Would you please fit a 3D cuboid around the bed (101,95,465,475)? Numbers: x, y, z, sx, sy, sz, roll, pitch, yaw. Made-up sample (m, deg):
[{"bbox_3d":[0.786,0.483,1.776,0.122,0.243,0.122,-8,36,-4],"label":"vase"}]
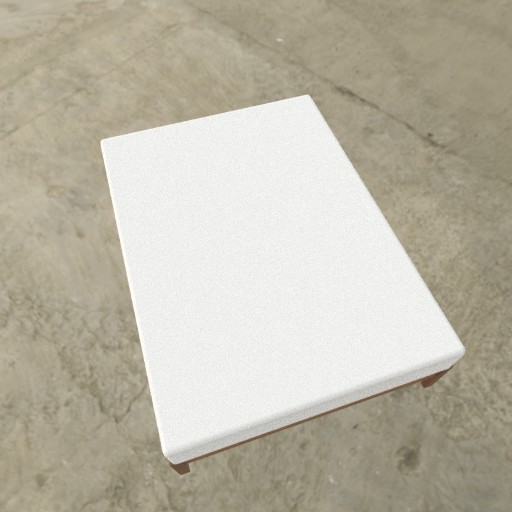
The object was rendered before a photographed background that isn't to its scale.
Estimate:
[{"bbox_3d":[0.000,0.000,2.783,1.529,0.593,2.050,-16,59,-10],"label":"bed"}]
